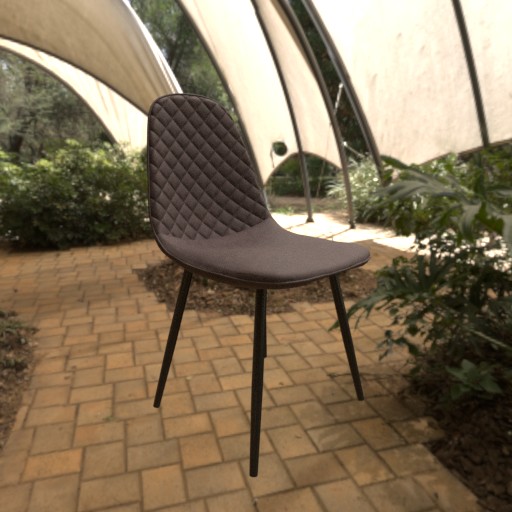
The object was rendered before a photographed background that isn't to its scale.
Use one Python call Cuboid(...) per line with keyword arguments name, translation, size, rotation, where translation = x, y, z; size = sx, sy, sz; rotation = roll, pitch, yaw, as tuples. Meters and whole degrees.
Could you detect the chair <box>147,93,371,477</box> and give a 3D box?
Cuboid(name="chair", translation=(0.000, 0.000, 1.220), size=(0.561, 0.889, 0.472), rotation=(13, 18, 43))
